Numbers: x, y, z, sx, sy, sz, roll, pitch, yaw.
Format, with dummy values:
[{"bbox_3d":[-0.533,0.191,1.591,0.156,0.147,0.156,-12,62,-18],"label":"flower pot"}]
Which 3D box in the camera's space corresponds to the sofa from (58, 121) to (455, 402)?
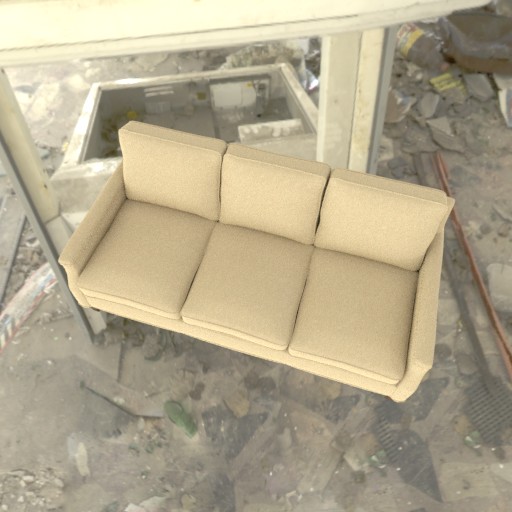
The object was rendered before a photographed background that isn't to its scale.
[{"bbox_3d":[0.000,0.000,2.843,2.246,1.003,1.084,15,60,9],"label":"sofa"}]
